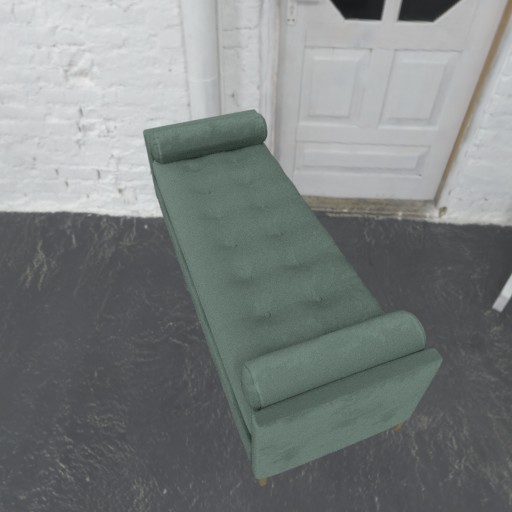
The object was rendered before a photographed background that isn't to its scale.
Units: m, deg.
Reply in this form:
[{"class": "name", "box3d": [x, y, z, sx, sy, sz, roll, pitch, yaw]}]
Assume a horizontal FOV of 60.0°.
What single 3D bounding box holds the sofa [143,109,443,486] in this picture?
[{"class": "sofa", "box3d": [0.000, 0.000, 2.483, 0.796, 0.705, 2.102, -15, 48, -14]}]
